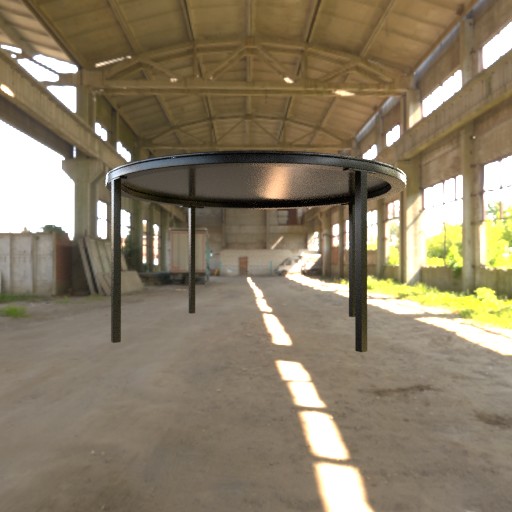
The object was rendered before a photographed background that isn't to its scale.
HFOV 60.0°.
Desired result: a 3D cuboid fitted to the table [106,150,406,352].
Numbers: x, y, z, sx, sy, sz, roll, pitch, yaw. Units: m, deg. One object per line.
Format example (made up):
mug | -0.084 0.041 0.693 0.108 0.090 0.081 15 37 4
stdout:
table | 0.000 0.000 1.245 0.800 0.400 0.800 0 0 0
